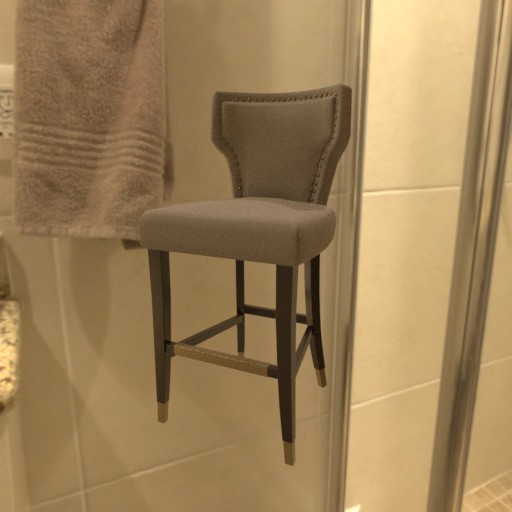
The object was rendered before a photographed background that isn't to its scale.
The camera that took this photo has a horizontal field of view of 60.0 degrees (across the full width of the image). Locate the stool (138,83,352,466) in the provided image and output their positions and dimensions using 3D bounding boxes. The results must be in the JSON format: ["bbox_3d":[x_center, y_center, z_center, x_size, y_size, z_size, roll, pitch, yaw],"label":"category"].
[{"bbox_3d":[0.000,0.000,1.474,0.526,1.092,0.563,7,15,26],"label":"stool"}]
